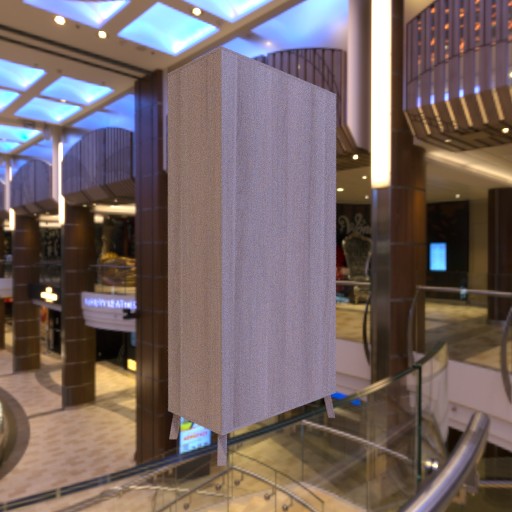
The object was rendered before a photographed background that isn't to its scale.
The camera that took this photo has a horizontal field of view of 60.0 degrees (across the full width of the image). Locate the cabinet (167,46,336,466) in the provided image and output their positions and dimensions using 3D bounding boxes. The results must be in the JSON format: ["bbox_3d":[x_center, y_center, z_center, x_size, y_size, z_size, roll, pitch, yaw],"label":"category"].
[{"bbox_3d":[0.000,0.000,2.694,0.969,1.957,1.272,0,1,1],"label":"cabinet"}]
